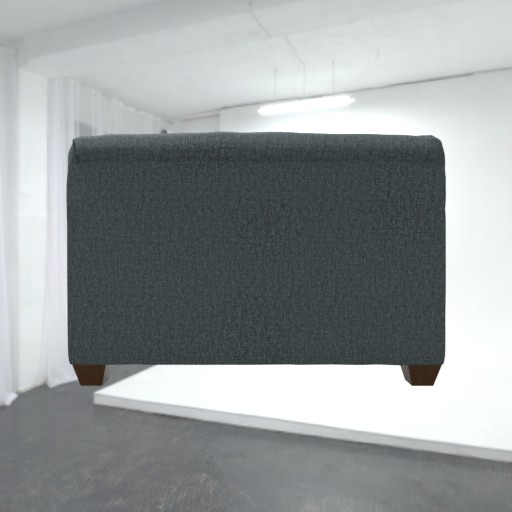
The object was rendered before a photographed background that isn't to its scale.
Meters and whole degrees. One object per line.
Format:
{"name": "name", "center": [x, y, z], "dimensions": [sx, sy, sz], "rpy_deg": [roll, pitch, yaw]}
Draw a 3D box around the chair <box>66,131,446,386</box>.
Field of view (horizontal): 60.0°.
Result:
{"name": "chair", "center": [0.000, 0.000, 2.074], "dimensions": [1.383, 0.948, 1.000], "rpy_deg": [0, 1, 0]}
